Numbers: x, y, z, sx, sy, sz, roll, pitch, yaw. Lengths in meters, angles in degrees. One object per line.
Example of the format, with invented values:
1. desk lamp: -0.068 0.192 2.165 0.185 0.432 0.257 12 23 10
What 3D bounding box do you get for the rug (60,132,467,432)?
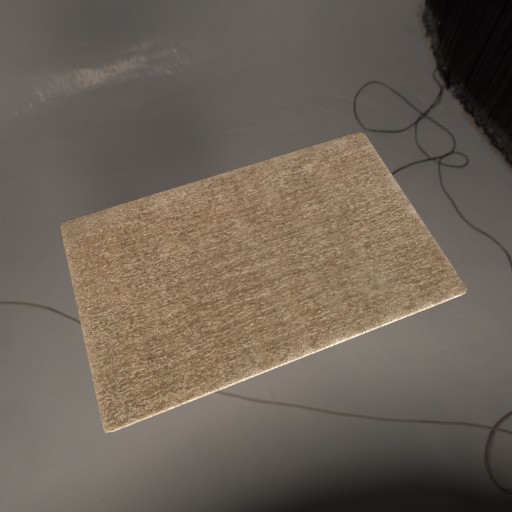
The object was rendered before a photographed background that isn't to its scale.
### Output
1. rug: 0.000 0.000 3.091 2.469 0.024 1.539 -19 64 -10
